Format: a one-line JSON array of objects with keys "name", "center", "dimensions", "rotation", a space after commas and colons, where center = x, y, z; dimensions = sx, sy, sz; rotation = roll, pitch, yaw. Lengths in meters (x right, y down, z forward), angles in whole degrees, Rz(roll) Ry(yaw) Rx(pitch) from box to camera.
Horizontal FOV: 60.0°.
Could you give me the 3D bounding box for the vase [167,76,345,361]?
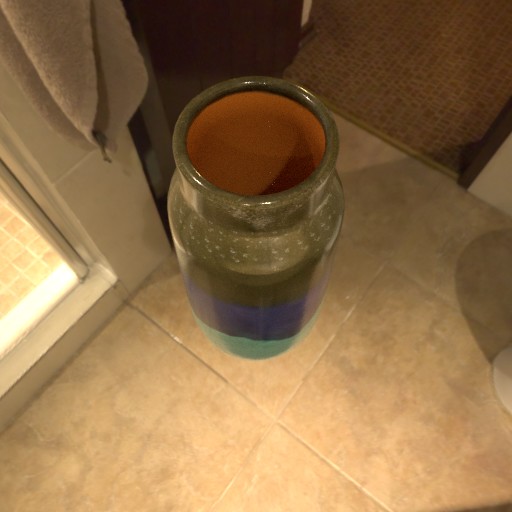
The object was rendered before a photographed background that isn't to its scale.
[{"name": "vase", "center": [0.000, 0.000, 0.385], "dimensions": [0.139, 0.313, 0.139], "rotation": [0, 65, 0]}]
